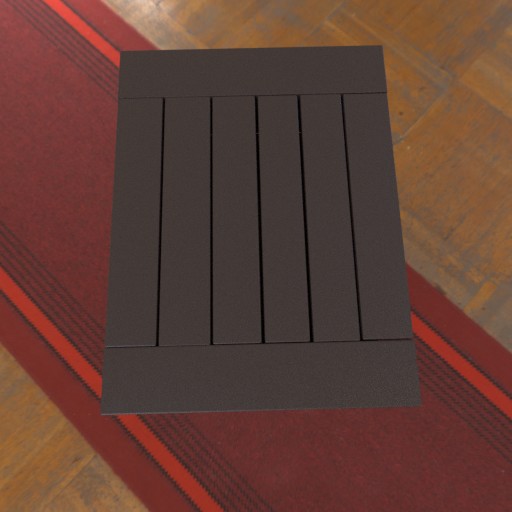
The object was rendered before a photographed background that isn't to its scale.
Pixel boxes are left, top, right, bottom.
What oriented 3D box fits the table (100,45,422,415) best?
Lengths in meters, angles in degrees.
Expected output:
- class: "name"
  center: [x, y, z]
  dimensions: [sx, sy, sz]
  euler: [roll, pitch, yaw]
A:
- class: "table"
  center: [0.000, 0.000, 0.995]
  dimensions: [0.460, 0.605, 0.602]
  euler: [-1, 76, 0]
